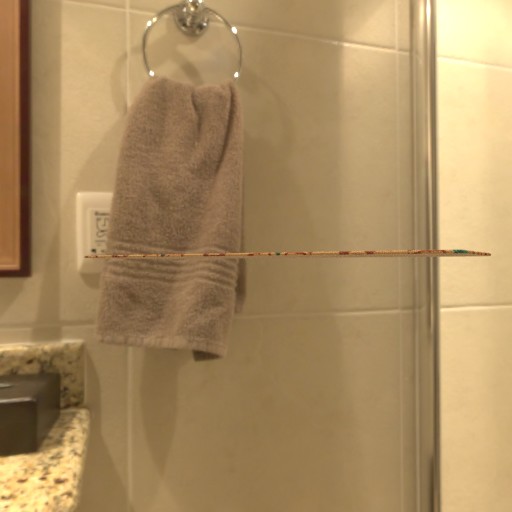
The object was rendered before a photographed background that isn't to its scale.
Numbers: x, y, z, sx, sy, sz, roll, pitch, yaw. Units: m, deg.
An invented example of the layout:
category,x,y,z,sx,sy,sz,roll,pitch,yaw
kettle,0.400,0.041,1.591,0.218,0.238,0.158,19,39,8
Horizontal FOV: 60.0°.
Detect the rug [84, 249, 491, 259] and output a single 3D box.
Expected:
category,x,y,z,sx,sy,sz,roll,pitch,yaw
rug,0.000,0.000,2.491,2.273,0.016,0.693,-1,-1,35
